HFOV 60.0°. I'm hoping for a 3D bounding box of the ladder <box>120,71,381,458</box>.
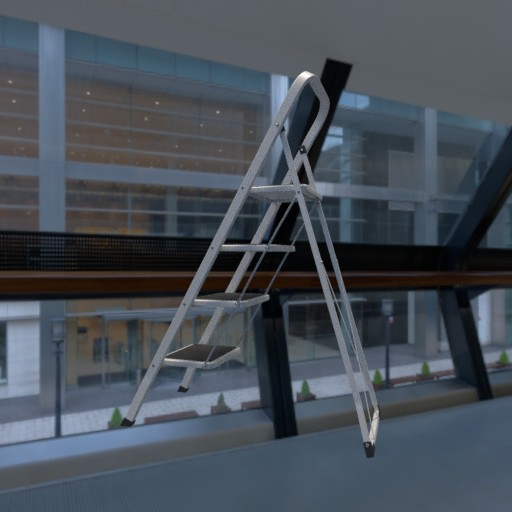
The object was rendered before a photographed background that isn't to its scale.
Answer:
[{"bbox_3d":[0.000,0.000,1.719,0.914,1.265,0.460,0,0,19],"label":"ladder"}]
